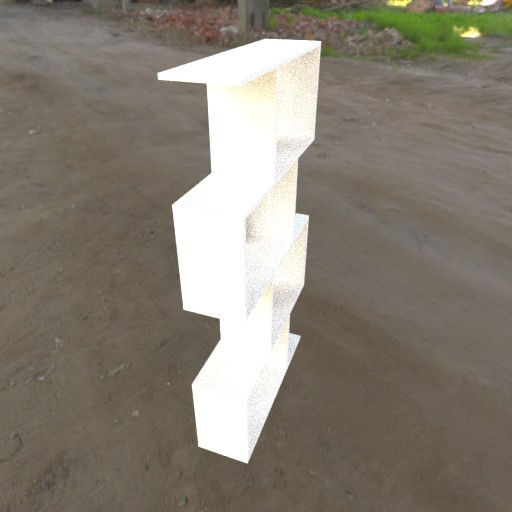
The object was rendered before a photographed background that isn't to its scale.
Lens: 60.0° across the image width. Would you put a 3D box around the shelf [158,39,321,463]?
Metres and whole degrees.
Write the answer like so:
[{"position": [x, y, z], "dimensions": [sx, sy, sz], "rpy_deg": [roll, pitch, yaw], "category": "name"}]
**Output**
[{"position": [0.000, 0.000, 1.972], "dimensions": [0.250, 1.650, 0.890], "rpy_deg": [11, 34, 17], "category": "shelf"}]
